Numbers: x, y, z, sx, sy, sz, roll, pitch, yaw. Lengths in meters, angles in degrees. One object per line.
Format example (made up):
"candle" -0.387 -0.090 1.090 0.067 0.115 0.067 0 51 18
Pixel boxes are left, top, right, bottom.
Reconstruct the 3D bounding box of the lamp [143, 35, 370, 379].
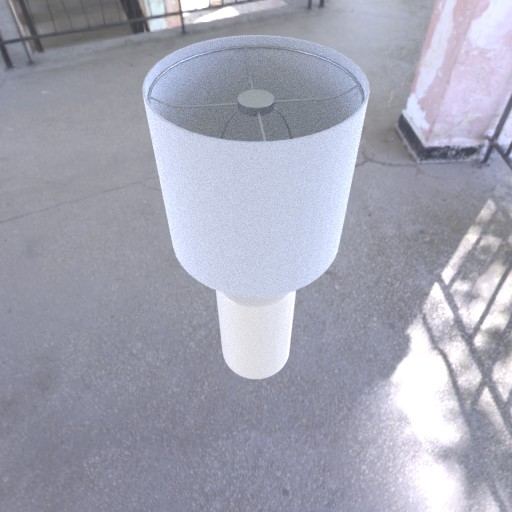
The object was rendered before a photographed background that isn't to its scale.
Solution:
"lamp" 0.000 0.000 0.600 0.212 0.493 0.212 -5 48 -4
